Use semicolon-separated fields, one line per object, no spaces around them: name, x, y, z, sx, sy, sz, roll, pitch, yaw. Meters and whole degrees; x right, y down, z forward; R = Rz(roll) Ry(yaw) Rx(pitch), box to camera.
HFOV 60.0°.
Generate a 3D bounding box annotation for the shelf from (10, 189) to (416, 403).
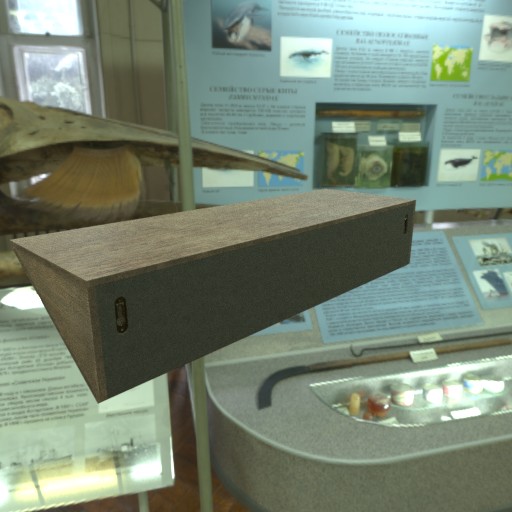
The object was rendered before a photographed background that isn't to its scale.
shelf;0.000;0.000;0.671;0.610;0.125;0.200;-16;23;-43
